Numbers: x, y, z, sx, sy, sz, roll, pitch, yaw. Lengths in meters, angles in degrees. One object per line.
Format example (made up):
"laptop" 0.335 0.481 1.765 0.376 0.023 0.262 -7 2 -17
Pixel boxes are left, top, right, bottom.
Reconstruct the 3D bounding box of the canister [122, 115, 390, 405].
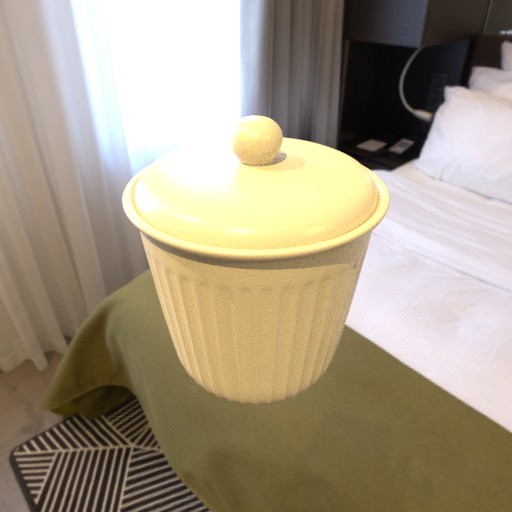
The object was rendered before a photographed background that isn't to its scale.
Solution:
"canister" 0.000 0.000 0.341 0.181 0.211 0.181 0 33 0
